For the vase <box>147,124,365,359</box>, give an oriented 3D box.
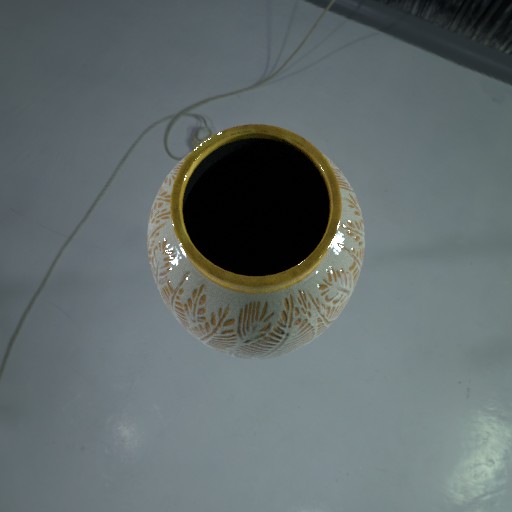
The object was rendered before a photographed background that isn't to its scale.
[{"bbox_3d":[0.000,0.000,0.378,0.172,0.270,0.172,0,77,0],"label":"vase"}]
